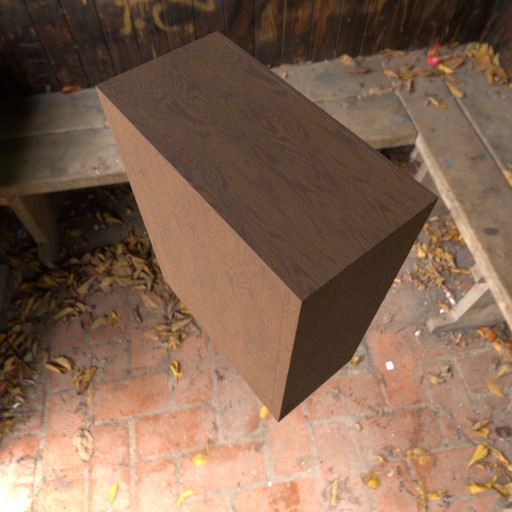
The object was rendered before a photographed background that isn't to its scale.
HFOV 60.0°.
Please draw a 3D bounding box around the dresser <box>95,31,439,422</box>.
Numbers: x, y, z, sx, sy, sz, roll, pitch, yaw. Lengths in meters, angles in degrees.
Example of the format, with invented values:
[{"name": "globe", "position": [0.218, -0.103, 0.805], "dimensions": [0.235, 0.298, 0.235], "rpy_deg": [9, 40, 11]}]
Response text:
[{"name": "dresser", "position": [0.000, 0.000, 1.829], "dimensions": [0.516, 1.320, 0.964], "rpy_deg": [-34, 64, -20]}]
